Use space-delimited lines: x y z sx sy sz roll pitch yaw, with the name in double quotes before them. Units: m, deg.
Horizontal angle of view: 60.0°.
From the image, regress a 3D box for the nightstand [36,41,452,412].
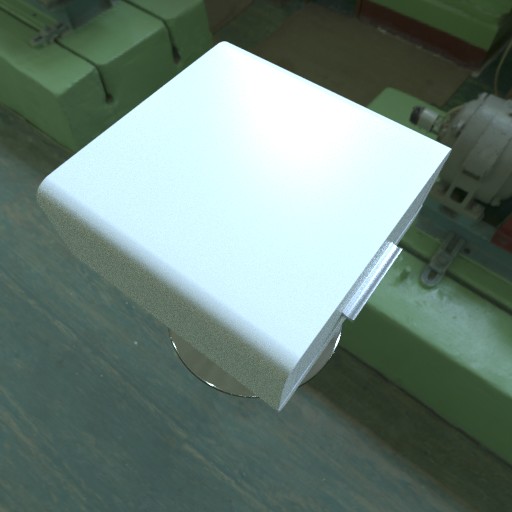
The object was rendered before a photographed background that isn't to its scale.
"nightstand" 0.000 0.000 0.759 0.404 0.447 0.399 33 65 18
